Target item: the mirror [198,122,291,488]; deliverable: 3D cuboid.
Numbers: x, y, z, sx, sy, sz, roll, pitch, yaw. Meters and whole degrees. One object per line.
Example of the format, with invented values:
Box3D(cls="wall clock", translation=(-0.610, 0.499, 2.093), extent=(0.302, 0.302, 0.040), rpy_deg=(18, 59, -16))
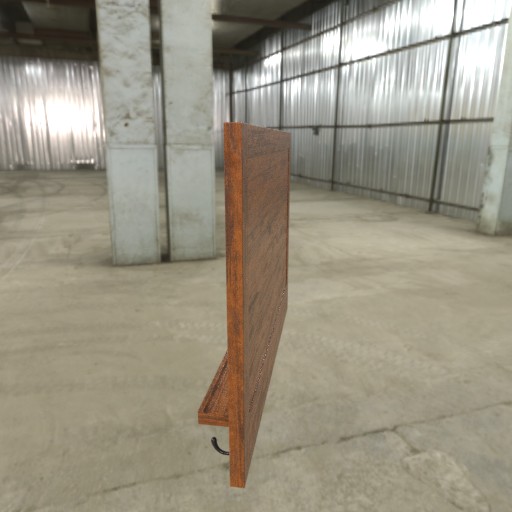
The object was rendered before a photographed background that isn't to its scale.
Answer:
Box3D(cls="mirror", translation=(0.000, 0.000, 0.977), extent=(0.084, 0.537, 0.758), rpy_deg=(2, 15, 9))
